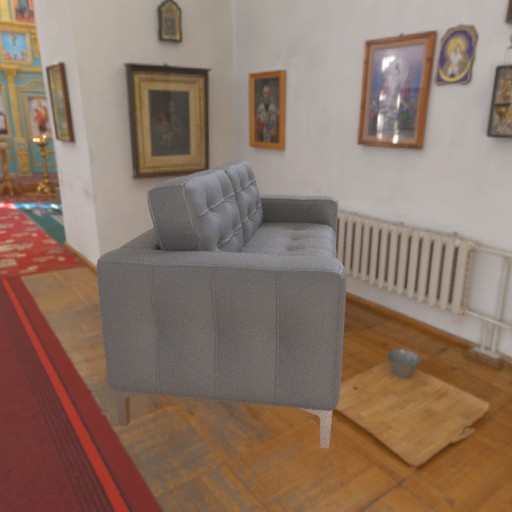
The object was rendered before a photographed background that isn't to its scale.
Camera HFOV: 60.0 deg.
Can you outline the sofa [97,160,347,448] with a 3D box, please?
[{"bbox_3d":[0.000,0.000,2.250,0.833,0.892,1.726,2,16,9],"label":"sofa"}]
